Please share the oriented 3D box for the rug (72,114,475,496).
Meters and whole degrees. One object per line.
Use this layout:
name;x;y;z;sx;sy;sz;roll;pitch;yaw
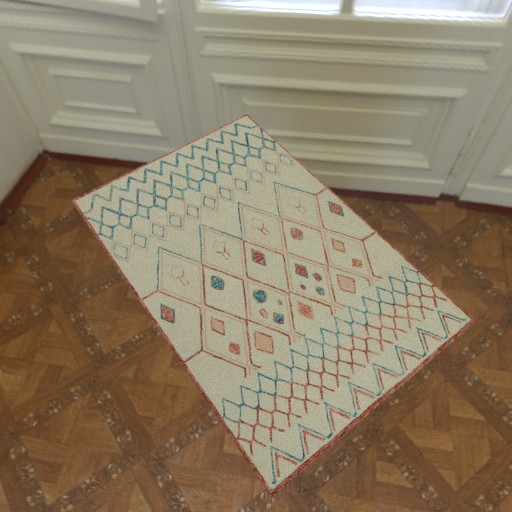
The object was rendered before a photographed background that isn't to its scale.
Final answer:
rug;0.000;0.000;2.288;1.219;0.016;1.829;-32;63;-19
